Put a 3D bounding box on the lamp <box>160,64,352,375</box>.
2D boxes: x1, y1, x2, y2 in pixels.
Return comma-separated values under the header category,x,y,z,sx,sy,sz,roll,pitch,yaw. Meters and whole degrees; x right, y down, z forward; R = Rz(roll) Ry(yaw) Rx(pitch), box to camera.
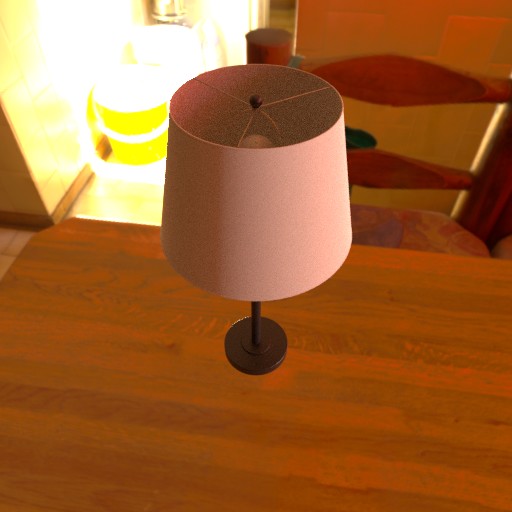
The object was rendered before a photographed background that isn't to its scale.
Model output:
category,x,y,z,sx,sy,sz,roll,pitch,yaw
lamp,0.000,0.000,0.910,0.363,0.696,0.363,0,47,0
